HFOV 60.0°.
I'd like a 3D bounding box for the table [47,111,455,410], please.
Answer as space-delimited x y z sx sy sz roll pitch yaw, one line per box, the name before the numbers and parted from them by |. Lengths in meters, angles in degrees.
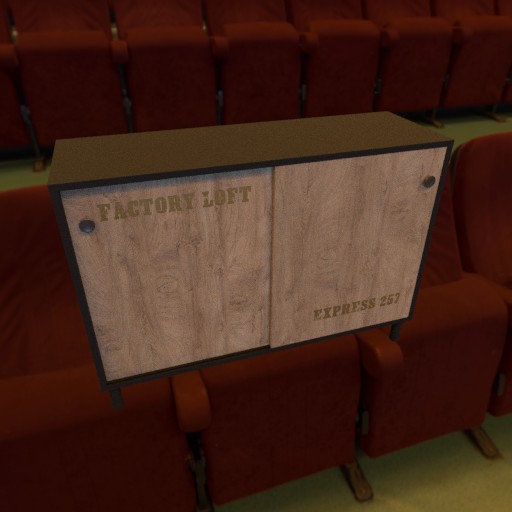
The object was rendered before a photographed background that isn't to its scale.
table | 0.000 0.000 1.620 1.200 0.855 0.400 -10 33 -15
